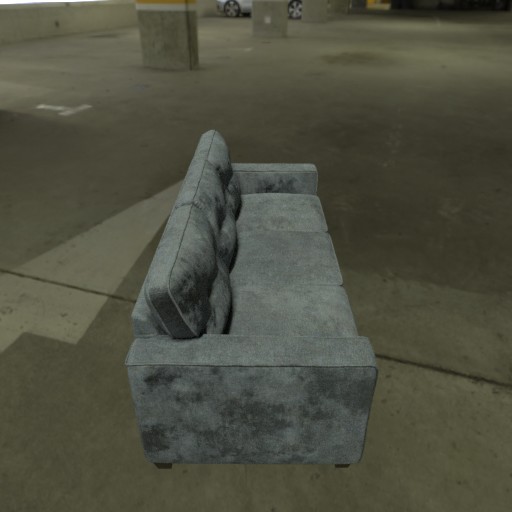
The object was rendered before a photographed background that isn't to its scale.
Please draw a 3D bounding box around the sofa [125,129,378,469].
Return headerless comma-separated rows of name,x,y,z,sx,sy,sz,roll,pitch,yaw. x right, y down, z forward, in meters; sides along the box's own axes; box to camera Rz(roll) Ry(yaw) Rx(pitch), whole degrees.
sofa,0.000,0.000,2.564,0.939,0.965,2.133,0,31,0
